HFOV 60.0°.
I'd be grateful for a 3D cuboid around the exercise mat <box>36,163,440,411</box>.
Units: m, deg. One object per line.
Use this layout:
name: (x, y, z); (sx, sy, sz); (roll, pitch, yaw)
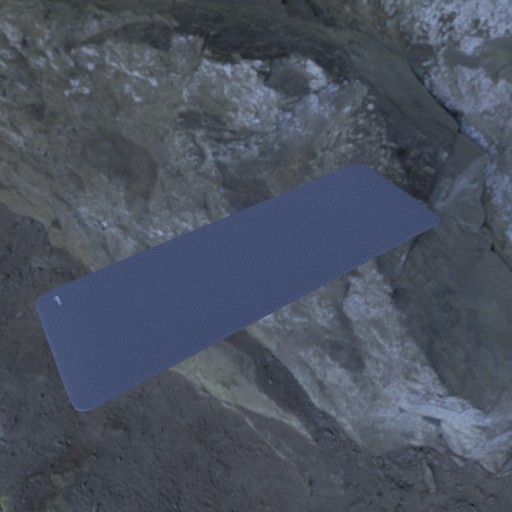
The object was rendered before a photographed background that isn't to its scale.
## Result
exercise mat: (0.000, 0.000, 2.068); (1.884, 0.021, 0.616); (-25, 51, -22)
